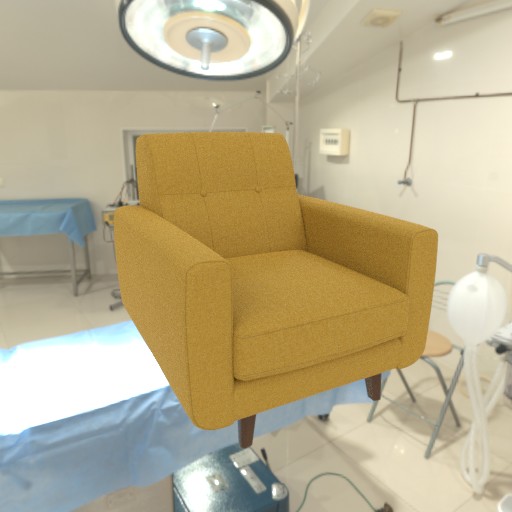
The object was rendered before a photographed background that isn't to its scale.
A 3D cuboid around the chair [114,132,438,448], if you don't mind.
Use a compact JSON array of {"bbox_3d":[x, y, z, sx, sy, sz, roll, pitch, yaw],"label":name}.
[{"bbox_3d":[0.000,0.000,1.564,0.831,0.841,0.909,-8,18,-27],"label":"chair"}]
